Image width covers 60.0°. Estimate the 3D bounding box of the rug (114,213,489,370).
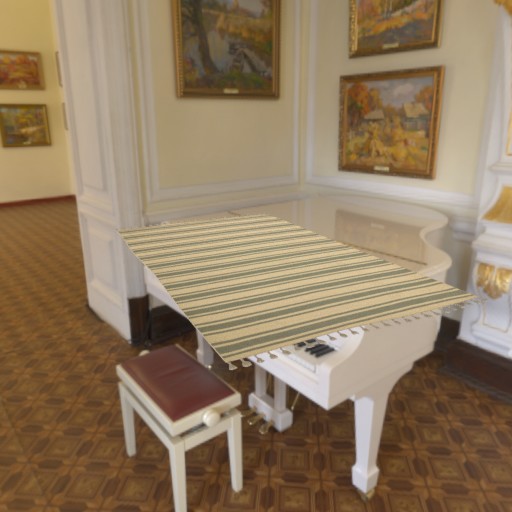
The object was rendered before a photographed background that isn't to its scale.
[{"bbox_3d":[0.000,0.000,2.526,1.222,0.009,2.084,-9,19,-25],"label":"rug"}]
